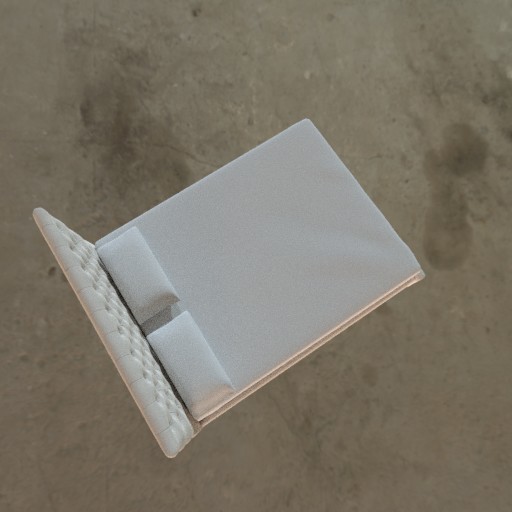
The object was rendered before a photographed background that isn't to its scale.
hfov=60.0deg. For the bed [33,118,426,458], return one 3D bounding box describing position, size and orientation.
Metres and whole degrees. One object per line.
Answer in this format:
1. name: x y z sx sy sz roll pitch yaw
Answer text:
1. bed: 0.000 0.000 3.364 2.233 1.426 1.696 -32 78 -8
